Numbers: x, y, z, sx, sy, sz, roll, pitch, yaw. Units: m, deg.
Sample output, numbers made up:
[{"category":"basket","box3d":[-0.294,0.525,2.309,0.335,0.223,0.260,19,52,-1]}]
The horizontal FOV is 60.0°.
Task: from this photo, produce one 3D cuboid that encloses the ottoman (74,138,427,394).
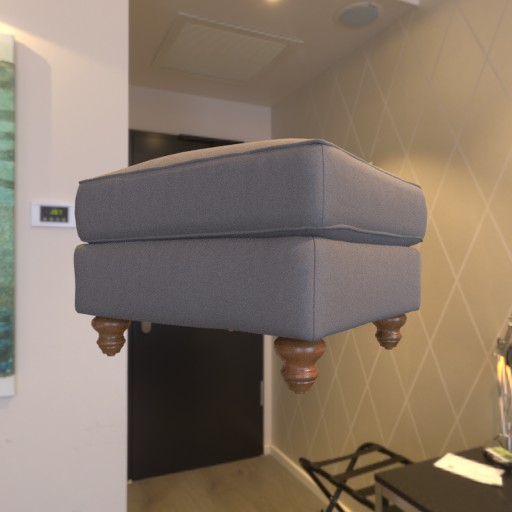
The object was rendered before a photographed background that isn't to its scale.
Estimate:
[{"category":"ottoman","box3d":[0.000,0.000,1.161,0.721,0.505,0.662,0,-1,35]}]
